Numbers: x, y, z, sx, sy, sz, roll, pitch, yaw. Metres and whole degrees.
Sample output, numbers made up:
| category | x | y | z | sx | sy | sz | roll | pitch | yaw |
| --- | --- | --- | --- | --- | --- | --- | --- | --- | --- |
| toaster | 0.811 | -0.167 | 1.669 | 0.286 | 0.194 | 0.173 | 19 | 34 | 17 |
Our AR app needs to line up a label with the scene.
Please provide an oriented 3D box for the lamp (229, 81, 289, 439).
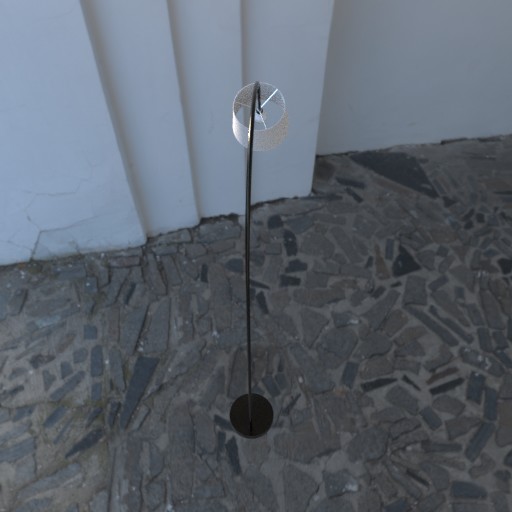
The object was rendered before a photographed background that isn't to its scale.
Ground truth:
| category | x | y | z | sx | sy | sz | roll | pitch | yaw |
| --- | --- | --- | --- | --- | --- | --- | --- | --- | --- |
| lamp | 0.000 | 0.000 | 2.633 | 0.331 | 2.104 | 1.363 | 2 | 47 | 2 |
